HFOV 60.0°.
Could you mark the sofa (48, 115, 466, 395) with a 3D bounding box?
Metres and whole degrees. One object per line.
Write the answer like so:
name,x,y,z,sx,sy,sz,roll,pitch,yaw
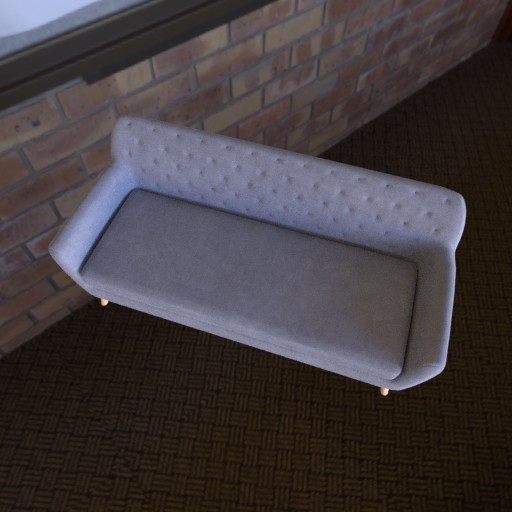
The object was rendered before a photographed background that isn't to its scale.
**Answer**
sofa,0.000,0.000,2.384,1.970,0.830,0.830,16,59,10
